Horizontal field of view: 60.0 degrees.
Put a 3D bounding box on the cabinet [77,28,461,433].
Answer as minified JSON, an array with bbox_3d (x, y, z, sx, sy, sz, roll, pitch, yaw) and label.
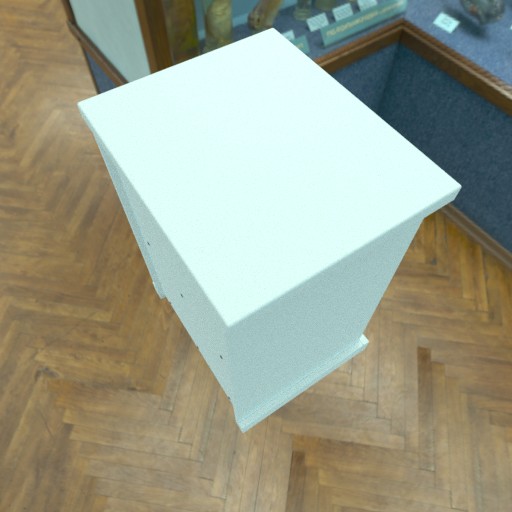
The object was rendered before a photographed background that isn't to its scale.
[{"bbox_3d":[0.000,0.000,1.049,0.431,0.723,0.520,-29,62,-17],"label":"cabinet"}]
